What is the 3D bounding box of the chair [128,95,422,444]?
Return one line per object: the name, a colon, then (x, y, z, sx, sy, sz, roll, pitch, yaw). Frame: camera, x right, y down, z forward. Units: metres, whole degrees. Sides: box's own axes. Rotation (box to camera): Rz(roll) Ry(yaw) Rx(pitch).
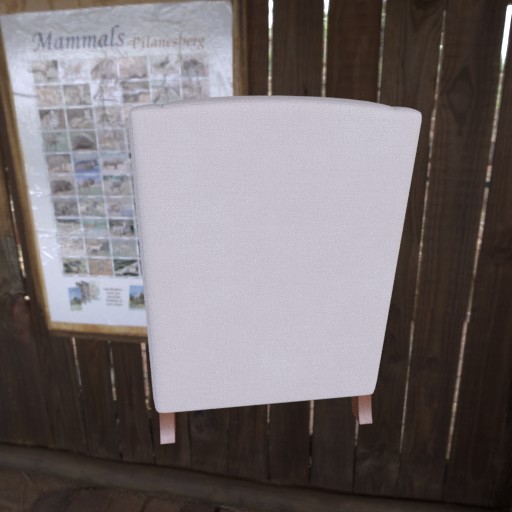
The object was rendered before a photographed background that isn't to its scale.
chair: (0.000, 0.000, 1.566, 0.715, 1.010, 0.863, -2, 15, -8)
